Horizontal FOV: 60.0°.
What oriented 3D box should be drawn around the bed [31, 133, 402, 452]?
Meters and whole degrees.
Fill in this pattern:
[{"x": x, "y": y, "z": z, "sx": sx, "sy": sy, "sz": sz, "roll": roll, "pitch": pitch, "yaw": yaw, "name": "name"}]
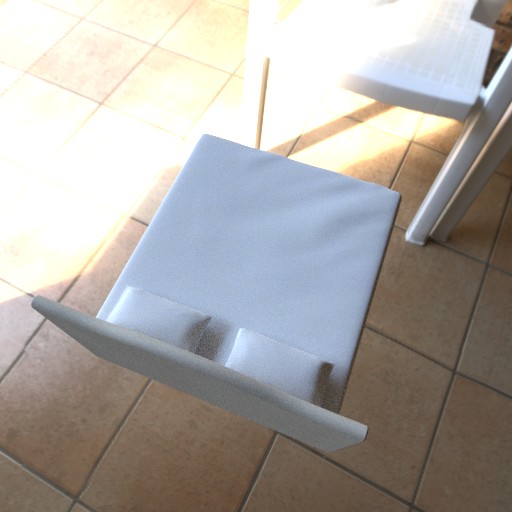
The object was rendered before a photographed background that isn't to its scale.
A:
[{"x": 0.000, "y": 0.000, "z": 3.477, "sx": 2.083, "sy": 1.421, "sz": 2.182, "roll": 19, "pitch": 65, "yaw": 9, "name": "bed"}]
